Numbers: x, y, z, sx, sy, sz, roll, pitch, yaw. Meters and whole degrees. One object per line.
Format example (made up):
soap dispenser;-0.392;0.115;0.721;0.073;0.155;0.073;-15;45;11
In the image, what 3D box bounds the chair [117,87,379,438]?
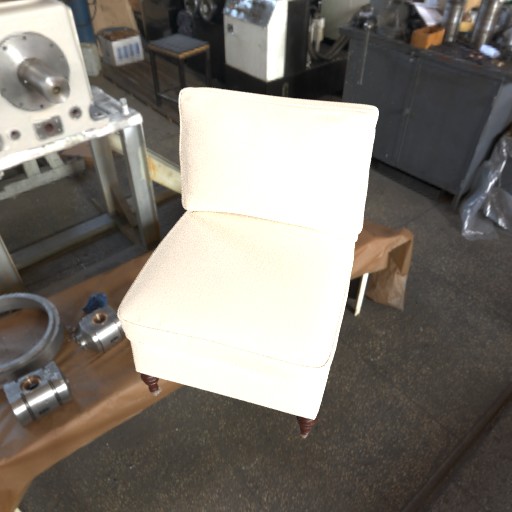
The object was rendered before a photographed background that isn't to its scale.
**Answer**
chair;0.000;0.000;1.447;0.630;0.887;0.781;11;43;12
